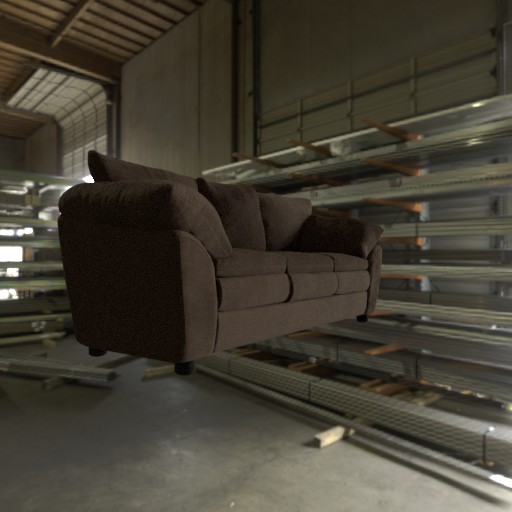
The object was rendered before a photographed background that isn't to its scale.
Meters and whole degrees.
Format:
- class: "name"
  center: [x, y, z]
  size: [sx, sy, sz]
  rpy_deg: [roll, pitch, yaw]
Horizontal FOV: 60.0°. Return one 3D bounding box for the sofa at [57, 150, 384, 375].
- class: "sofa"
  center: [0.000, 0.000, 2.848]
  size: [0.878, 1.015, 2.336]
  rpy_deg: [0, -1, 36]
